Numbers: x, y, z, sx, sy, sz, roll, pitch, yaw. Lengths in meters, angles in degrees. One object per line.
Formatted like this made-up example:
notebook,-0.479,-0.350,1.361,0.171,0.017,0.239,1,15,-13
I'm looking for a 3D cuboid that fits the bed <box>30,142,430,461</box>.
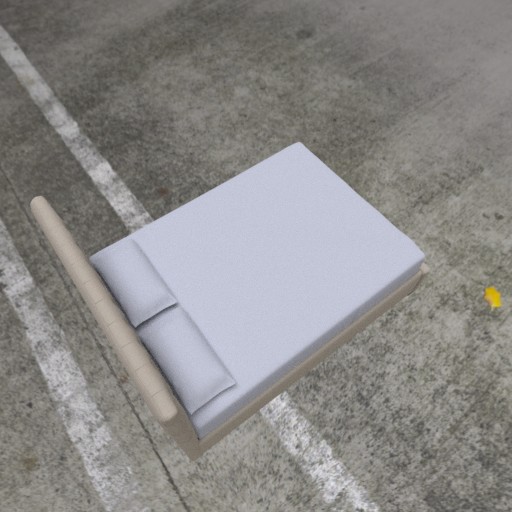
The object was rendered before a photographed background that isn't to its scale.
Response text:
bed,0.000,0.000,3.413,2.387,1.427,1.698,-32,64,-18
